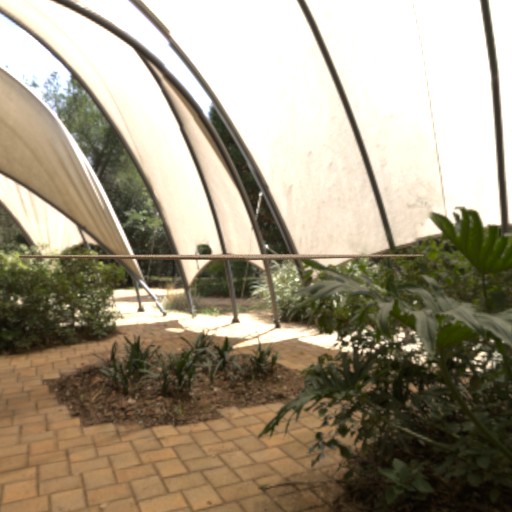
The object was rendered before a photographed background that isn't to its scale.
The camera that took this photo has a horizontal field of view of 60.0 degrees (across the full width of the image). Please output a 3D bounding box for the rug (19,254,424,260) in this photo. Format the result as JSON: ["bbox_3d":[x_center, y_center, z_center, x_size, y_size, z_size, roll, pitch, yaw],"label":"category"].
[{"bbox_3d":[0.000,0.000,2.304,1.219,0.010,1.829,0,0,35],"label":"rug"}]
